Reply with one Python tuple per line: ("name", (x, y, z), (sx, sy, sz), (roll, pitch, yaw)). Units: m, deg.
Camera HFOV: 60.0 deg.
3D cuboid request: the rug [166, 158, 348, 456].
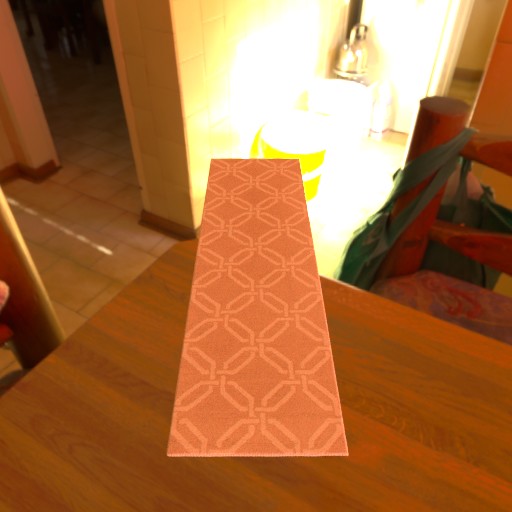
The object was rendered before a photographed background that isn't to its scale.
("rug", (0.000, 0.000, 2.508), (0.678, 0.014, 2.276), (0, 41, 0))
